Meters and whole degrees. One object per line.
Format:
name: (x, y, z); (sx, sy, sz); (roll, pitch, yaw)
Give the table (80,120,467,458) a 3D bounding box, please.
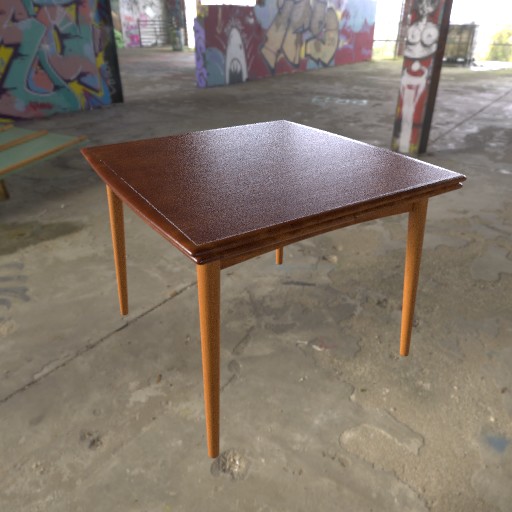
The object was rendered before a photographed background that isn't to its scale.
table: (0.000, 0.000, 1.708); (0.991, 0.754, 0.991); (-17, 33, -28)
